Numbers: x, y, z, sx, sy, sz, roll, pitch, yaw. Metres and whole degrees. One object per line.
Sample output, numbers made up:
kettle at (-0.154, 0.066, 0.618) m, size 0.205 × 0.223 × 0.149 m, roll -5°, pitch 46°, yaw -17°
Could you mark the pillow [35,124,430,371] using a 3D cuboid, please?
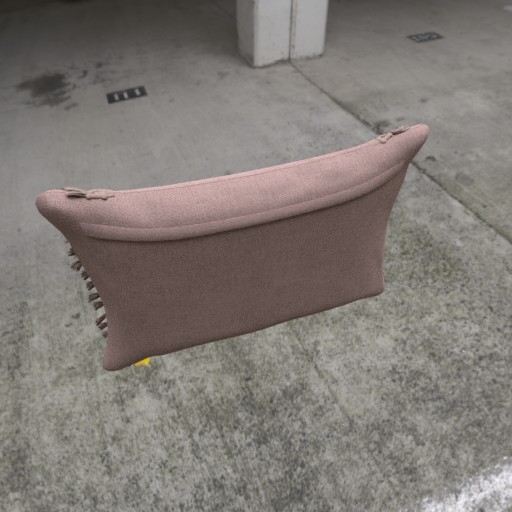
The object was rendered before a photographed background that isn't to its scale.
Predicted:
pillow at (0.000, 0.000, 0.593) m, size 0.466 × 0.305 × 0.084 m, roll -14°, pitch 43°, yaw -15°
